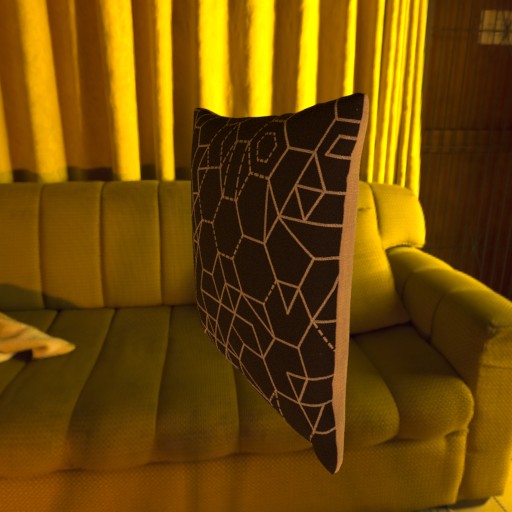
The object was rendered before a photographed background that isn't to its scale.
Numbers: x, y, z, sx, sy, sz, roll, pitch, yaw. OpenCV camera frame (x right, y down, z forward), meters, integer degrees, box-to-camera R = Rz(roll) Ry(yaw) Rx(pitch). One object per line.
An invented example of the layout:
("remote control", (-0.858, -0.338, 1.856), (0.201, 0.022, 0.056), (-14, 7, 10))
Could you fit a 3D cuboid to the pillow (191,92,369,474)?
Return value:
("pillow", (0.000, 0.000, 0.771), (0.158, 0.508, 0.517), (-8, 18, -27))
